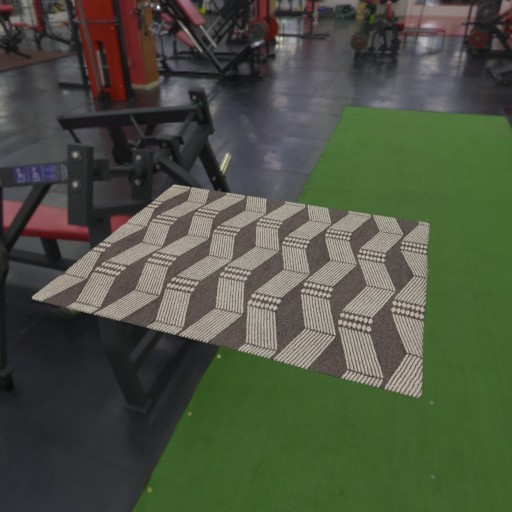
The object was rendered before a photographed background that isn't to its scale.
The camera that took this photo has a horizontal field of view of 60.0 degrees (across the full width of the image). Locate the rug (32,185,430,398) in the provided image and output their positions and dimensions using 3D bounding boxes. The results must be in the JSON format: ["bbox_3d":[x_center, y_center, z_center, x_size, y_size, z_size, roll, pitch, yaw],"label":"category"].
[{"bbox_3d":[0.000,0.000,4.158,3.048,0.016,2.438,11,34,16],"label":"rug"}]
